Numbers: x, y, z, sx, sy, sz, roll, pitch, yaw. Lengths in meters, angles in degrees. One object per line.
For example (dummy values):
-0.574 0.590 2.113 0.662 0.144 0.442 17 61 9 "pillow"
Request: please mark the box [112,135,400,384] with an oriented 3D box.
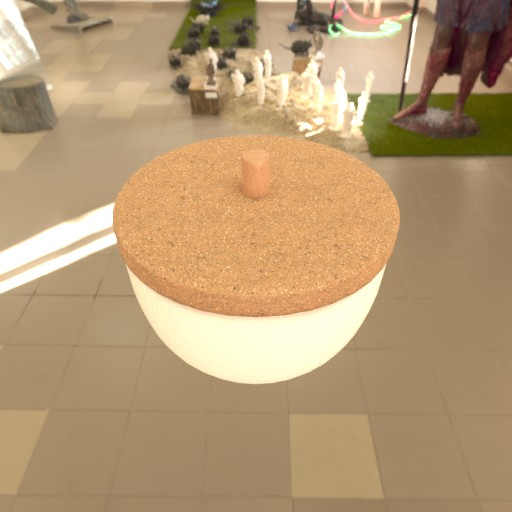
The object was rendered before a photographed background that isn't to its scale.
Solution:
0.000 0.000 0.188 0.107 0.094 0.107 0 40 0 "box"
